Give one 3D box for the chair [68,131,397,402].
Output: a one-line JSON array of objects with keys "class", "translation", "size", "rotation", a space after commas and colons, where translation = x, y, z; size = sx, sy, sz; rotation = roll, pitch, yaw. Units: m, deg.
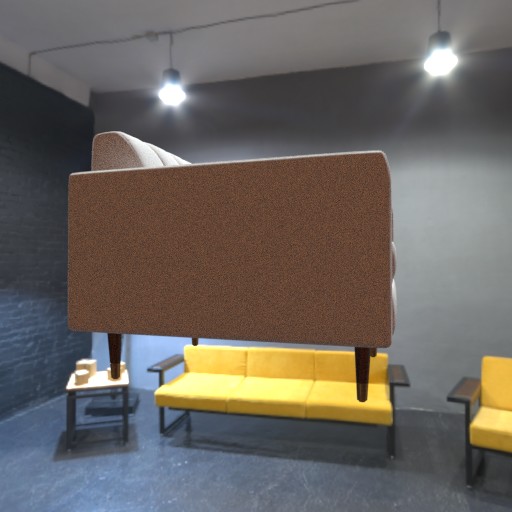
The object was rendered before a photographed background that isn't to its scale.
[{"class": "chair", "translation": [0.000, 0.000, 1.649], "size": [0.998, 0.819, 0.953], "rotation": [0, -1, 18]}]
